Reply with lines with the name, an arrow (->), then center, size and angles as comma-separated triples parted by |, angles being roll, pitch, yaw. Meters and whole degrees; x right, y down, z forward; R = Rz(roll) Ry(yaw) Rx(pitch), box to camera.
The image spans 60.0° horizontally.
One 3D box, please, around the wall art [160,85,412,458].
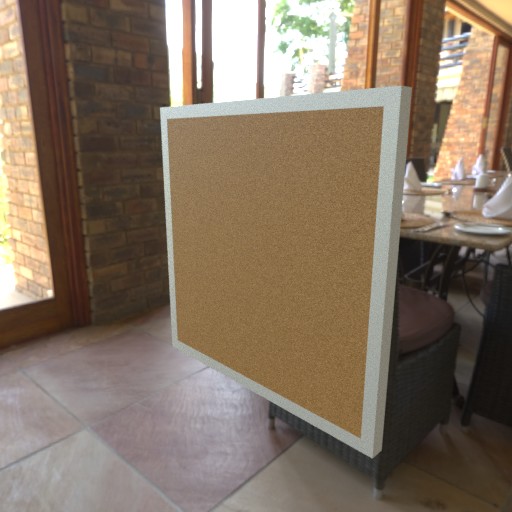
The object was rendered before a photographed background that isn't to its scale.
wall art -> 0.000, 0.000, 1.144 | 0.038, 0.762, 0.762 | -14, 20, -43
